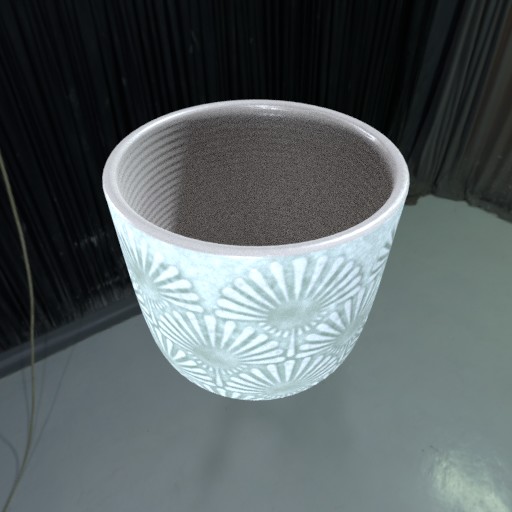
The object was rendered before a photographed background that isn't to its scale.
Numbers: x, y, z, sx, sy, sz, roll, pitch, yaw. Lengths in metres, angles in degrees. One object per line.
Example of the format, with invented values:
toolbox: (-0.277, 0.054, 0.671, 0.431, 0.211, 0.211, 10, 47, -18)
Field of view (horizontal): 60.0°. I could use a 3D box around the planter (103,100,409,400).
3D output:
planter: (0.000, 0.000, 0.219, 0.124, 0.109, 0.124, 0, 41, 0)
